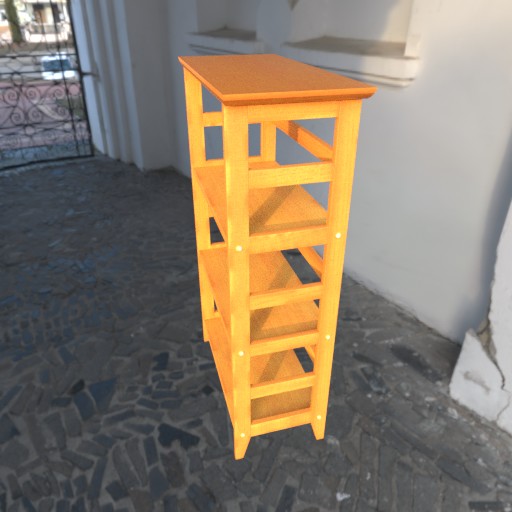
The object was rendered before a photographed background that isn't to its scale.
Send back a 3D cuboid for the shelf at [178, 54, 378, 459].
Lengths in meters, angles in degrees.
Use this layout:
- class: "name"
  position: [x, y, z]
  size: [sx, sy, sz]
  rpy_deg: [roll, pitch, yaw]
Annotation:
- class: "shelf"
  position: [0.000, 0.000, 1.360]
  size: [0.305, 1.067, 0.660]
  rpy_deg: [-8, 31, -13]
